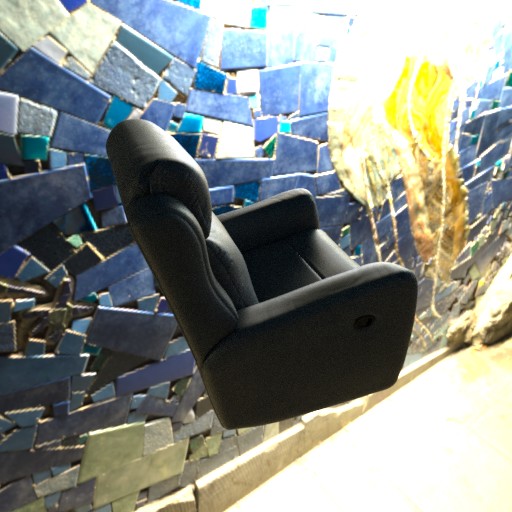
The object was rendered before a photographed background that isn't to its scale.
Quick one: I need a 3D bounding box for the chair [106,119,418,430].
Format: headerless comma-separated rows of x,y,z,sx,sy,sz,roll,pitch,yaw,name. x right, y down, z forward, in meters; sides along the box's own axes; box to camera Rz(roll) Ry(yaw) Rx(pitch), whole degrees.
0.000,0.000,1.923,1.068,1.116,0.965,-11,31,-18,chair
